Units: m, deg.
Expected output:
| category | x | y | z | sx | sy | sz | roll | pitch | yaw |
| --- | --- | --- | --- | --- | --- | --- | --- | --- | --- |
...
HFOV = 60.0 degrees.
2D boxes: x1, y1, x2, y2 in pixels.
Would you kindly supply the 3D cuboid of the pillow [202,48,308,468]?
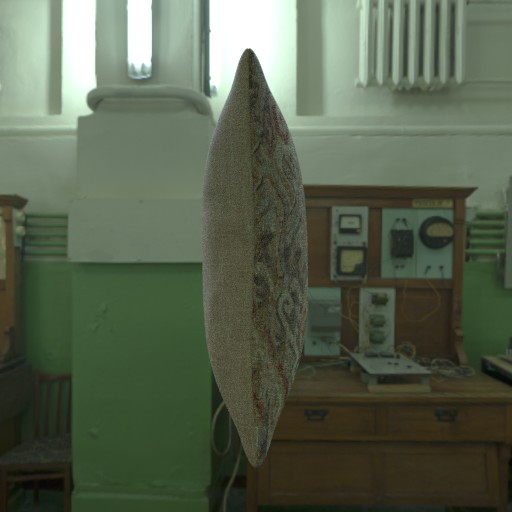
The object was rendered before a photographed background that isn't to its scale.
| category | x | y | z | sx | sy | sz | roll | pitch | yaw |
| --- | --- | --- | --- | --- | --- | --- | --- | --- | --- |
| pillow | 0.000 | 0.000 | 0.785 | 0.166 | 0.506 | 0.523 | 0 | 0 | 1 |
